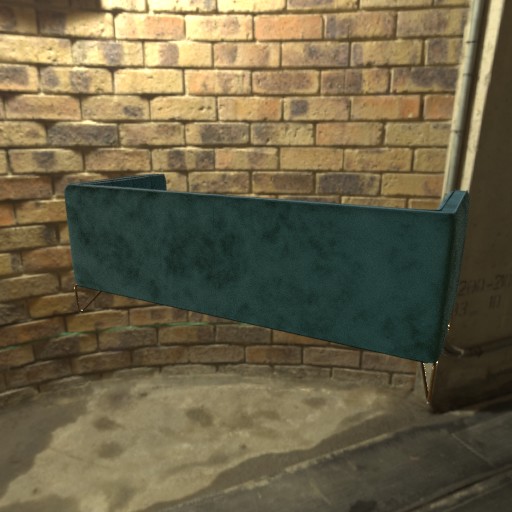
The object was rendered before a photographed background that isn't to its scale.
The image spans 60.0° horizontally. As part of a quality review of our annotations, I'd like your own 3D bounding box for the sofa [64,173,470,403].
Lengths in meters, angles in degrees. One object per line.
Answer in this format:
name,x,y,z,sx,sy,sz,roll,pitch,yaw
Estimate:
sofa,0.000,0.000,2.505,2.087,0.789,0.867,8,18,27
